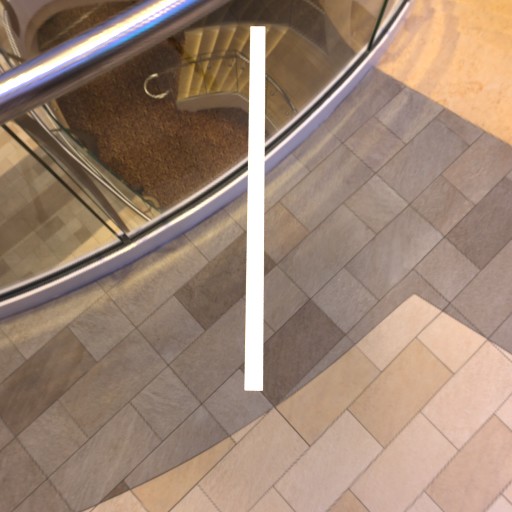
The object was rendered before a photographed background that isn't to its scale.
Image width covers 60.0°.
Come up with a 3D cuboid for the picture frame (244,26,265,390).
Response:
[{"bbox_3d":[0.000,0.000,0.561,0.013,0.434,0.305,1,76,0],"label":"picture frame"}]
